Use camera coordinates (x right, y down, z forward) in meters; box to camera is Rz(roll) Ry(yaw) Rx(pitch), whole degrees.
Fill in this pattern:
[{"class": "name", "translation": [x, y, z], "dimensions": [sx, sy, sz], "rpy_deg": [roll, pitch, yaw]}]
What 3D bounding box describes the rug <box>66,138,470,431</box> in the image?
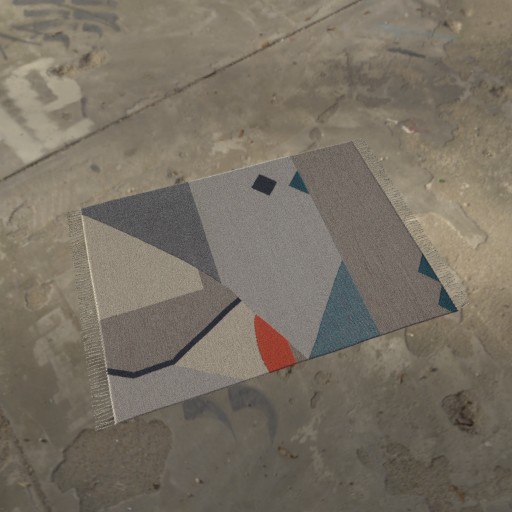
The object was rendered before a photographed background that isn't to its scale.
[{"class": "rug", "translation": [0.000, 0.000, 2.312], "dimensions": [1.828, 0.005, 1.220], "rpy_deg": [-16, 60, -10]}]
